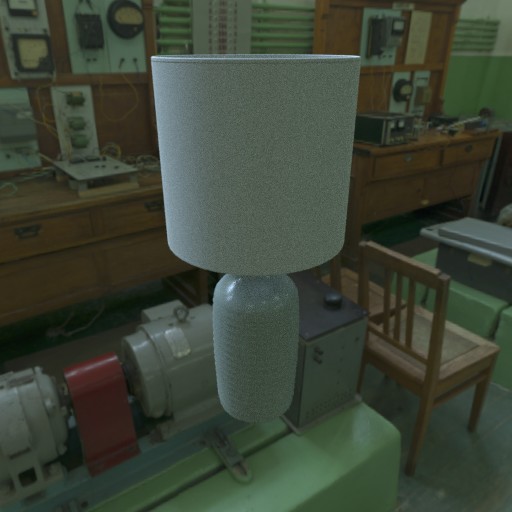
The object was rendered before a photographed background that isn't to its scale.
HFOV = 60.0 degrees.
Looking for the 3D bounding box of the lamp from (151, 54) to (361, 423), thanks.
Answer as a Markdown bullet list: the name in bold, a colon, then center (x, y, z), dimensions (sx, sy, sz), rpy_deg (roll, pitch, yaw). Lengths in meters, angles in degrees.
- **lamp**: center (0.000, 0.000, 0.577), dimensions (0.220, 0.475, 0.220), rpy_deg (-17, 30, -32)
